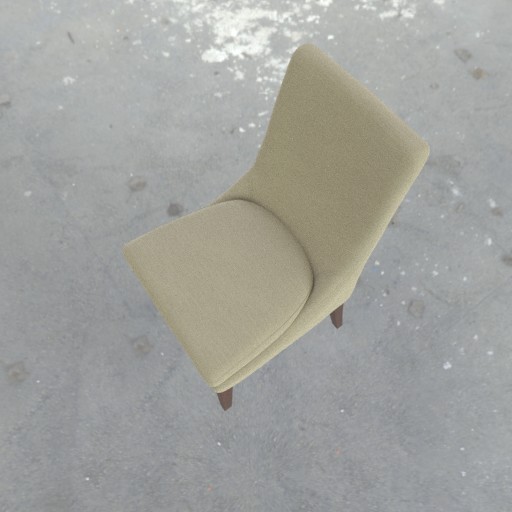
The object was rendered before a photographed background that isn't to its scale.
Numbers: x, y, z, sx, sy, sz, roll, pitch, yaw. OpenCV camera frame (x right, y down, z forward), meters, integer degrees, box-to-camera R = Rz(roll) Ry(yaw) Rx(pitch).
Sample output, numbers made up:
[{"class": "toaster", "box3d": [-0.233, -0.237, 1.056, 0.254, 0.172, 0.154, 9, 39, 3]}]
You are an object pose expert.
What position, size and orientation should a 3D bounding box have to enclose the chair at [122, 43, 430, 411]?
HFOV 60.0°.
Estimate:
[{"class": "chair", "box3d": [0.000, 0.000, 1.306, 0.638, 0.940, 0.515, -32, 67, -15]}]
